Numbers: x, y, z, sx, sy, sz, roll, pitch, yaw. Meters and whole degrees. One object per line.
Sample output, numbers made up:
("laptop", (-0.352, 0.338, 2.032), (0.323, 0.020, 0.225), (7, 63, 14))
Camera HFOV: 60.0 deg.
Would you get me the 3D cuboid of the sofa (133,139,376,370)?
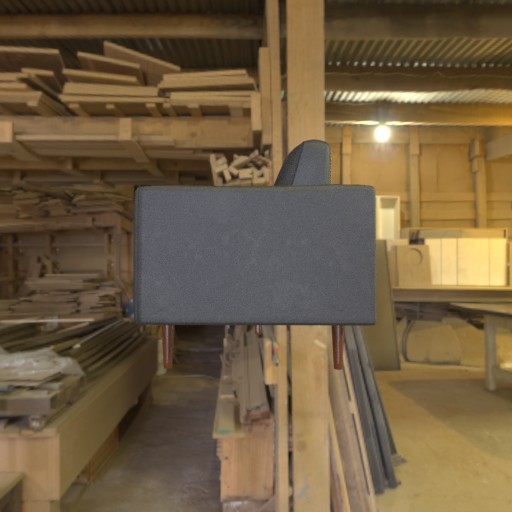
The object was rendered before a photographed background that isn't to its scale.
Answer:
("sofa", (0.000, 0.000, 2.551), (0.879, 0.899, 2.029), (0, -1, 1))
